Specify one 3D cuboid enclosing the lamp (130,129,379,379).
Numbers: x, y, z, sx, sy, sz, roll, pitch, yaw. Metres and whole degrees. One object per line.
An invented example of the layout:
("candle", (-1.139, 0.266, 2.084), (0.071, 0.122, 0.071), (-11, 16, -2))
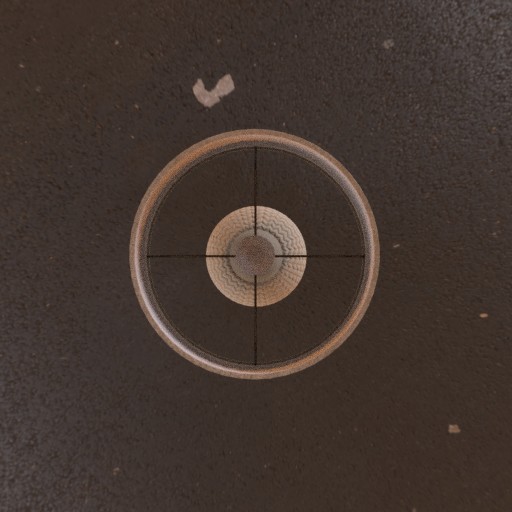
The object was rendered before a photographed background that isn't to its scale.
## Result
("lamp", (0.000, 0.000, 0.833), (0.390, 0.580, 0.390), (0, 90, 0))
